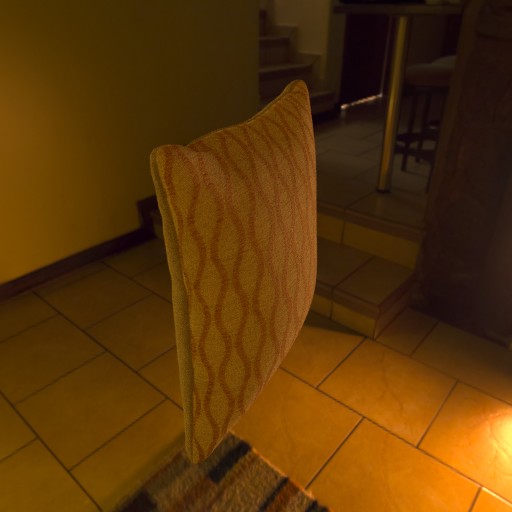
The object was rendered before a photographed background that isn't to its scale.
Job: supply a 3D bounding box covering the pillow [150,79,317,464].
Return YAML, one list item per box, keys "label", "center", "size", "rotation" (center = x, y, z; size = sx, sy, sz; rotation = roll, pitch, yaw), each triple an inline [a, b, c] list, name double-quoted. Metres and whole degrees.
- label: "pillow"
  center: [0.000, 0.000, 0.654]
  size: [0.159, 0.436, 0.429]
  rotation: [11, 31, 18]
